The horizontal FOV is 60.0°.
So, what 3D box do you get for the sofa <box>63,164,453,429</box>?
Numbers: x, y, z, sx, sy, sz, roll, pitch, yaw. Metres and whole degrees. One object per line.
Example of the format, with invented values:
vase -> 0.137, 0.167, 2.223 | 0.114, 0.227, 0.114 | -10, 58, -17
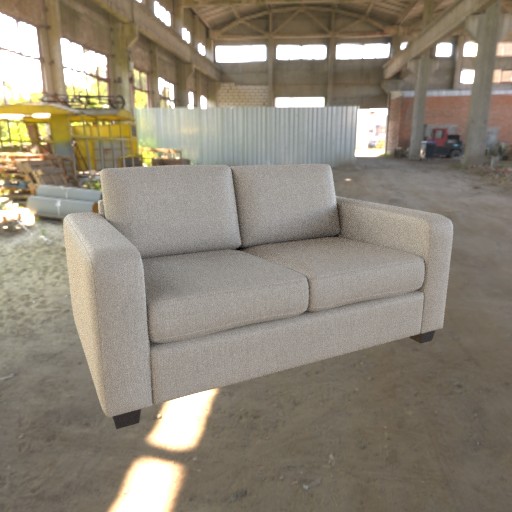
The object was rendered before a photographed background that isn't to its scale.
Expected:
sofa -> 0.000, 0.000, 2.023 | 1.540, 0.800, 0.900 | -7, 16, -26
